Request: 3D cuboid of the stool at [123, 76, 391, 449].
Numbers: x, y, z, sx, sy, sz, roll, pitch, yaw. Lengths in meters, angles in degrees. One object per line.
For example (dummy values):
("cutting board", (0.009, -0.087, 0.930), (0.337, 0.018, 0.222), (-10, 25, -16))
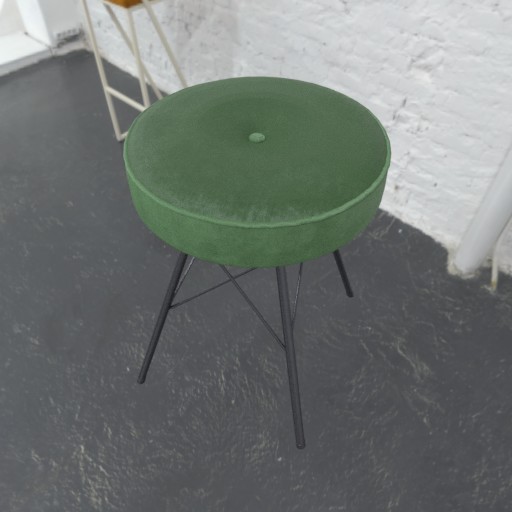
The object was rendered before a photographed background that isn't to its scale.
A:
("stool", (0.000, 0.000, 0.918), (0.430, 0.595, 0.457), (17, 49, 15))
